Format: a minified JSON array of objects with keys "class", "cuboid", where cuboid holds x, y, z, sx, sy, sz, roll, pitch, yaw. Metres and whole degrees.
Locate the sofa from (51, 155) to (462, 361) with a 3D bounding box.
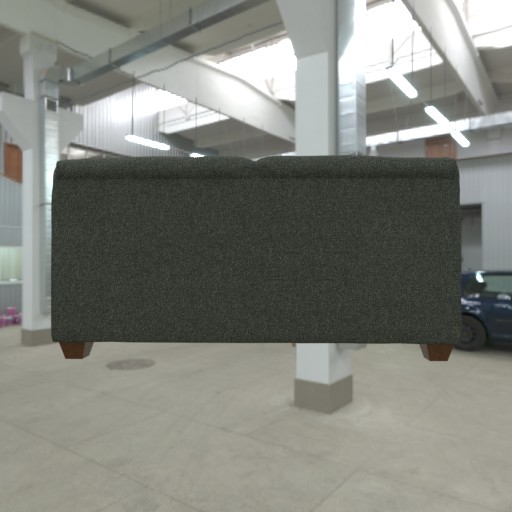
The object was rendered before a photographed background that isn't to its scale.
[{"class":"sofa","cuboid":[0.000,0.000,2.454,1.846,0.958,0.998,0,-1,2]}]
